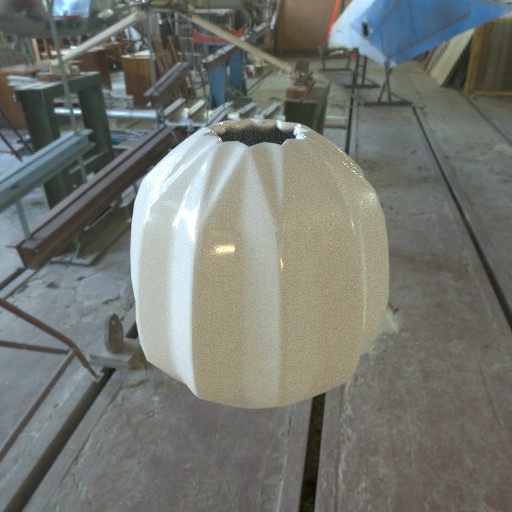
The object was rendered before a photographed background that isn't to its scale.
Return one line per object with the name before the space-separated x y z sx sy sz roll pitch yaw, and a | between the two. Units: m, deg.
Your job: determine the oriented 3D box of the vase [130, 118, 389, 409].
vase | 0.000 0.000 0.238 0.139 0.134 0.139 0 30 0
